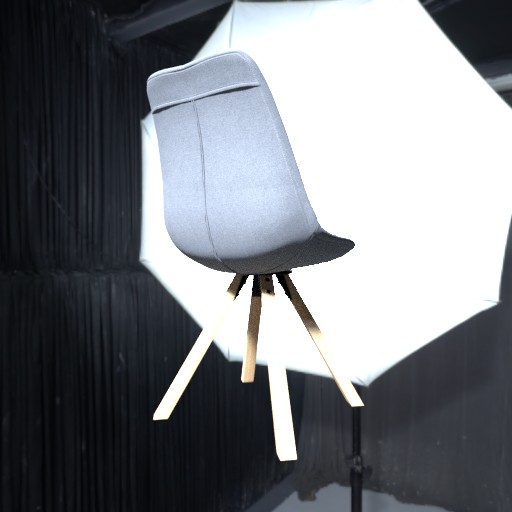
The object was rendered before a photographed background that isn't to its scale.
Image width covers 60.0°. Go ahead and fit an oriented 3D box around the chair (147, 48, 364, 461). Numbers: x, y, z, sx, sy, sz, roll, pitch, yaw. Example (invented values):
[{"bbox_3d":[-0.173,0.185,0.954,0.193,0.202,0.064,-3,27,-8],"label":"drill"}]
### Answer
[{"bbox_3d":[0.000,0.000,1.193,0.474,0.863,0.549,1,1,36],"label":"chair"}]
